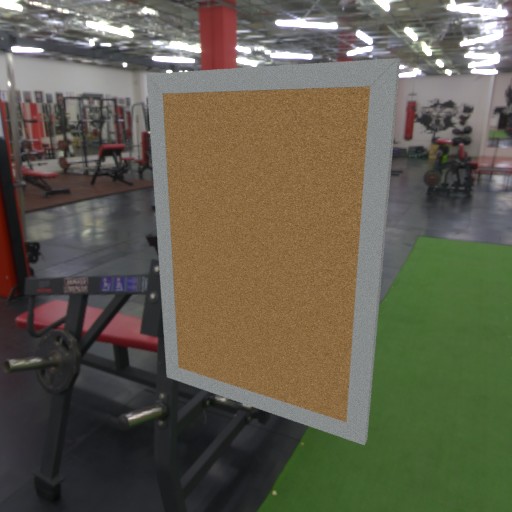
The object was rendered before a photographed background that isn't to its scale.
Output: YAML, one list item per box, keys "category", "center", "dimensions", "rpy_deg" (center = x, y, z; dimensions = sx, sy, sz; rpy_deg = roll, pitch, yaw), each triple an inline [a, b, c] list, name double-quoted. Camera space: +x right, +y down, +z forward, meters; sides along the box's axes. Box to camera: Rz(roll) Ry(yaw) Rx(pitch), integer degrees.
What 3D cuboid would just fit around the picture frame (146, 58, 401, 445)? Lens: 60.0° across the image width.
- category: "picture frame"
  center: [0.000, 0.000, 0.584]
  dimensions: [0.326, 0.459, 0.011]
  rpy_deg: [9, 19, 28]
